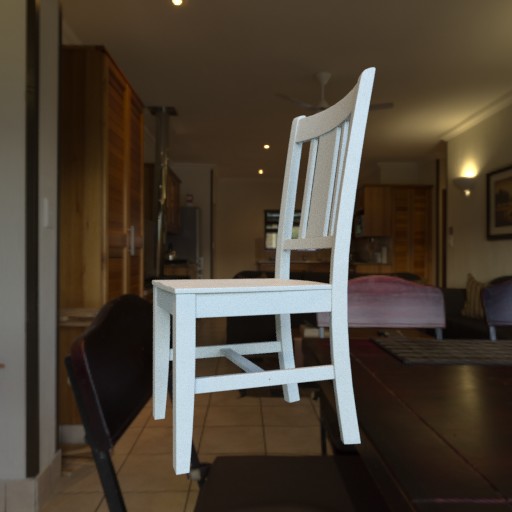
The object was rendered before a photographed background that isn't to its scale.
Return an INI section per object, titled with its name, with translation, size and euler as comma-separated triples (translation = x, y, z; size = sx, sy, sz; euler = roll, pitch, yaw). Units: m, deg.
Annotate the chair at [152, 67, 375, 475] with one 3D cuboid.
[chair]
translation = 0.000, 0.000, 1.292
size = 0.555, 0.998, 0.450
euler = 0, 0, -20
